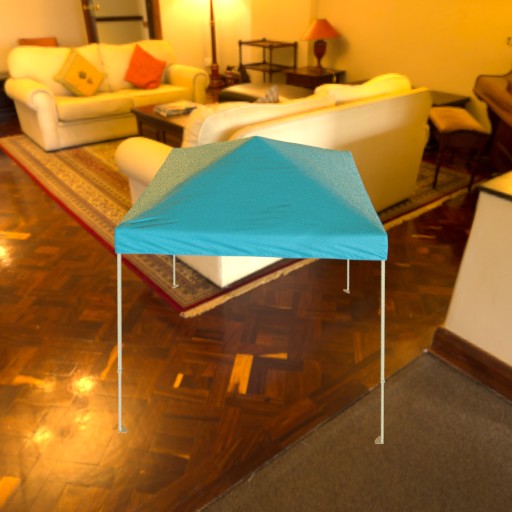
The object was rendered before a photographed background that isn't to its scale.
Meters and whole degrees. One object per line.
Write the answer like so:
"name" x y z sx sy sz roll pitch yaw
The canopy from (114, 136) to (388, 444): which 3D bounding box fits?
"canopy" 0.000 0.000 5.255 2.850 2.850 2.849 1 30 3
